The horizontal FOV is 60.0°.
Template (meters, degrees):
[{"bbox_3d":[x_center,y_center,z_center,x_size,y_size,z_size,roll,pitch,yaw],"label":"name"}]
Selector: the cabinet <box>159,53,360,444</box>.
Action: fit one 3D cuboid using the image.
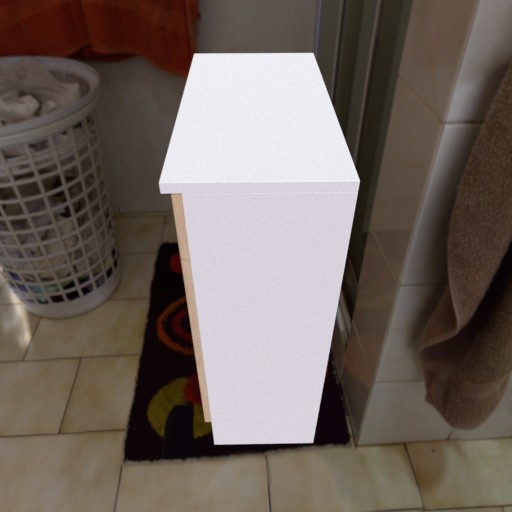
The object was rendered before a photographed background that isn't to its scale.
[{"bbox_3d":[0.000,0.000,1.144,0.296,0.815,0.600,-1,41,-1],"label":"cabinet"}]
